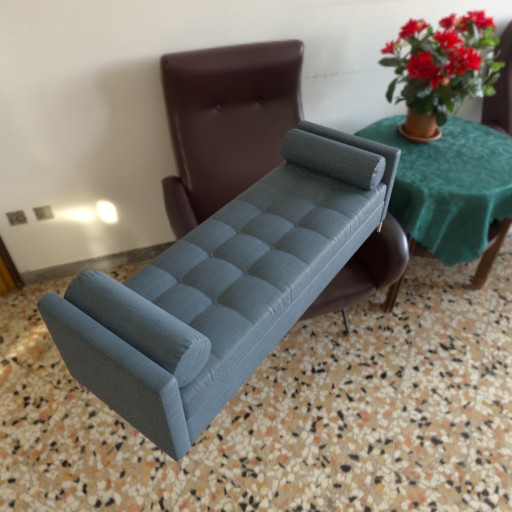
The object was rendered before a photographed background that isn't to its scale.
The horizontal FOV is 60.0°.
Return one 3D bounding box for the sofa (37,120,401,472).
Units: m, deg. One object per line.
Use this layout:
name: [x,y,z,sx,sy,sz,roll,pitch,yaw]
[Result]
sofa: [0.000,0.000,2.354,0.686,0.635,1.981,26,48,26]
